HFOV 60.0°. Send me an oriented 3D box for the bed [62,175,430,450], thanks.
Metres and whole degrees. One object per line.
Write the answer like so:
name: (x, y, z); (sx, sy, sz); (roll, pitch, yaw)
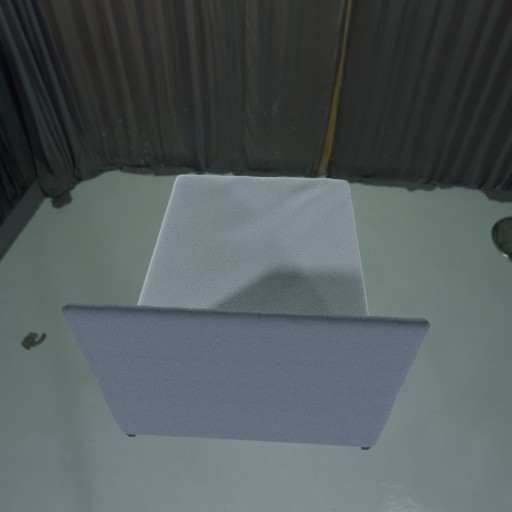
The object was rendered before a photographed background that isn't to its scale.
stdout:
bed: (0.000, 0.000, 3.265); (1.698, 1.427, 2.231); (2, 46, 2)
